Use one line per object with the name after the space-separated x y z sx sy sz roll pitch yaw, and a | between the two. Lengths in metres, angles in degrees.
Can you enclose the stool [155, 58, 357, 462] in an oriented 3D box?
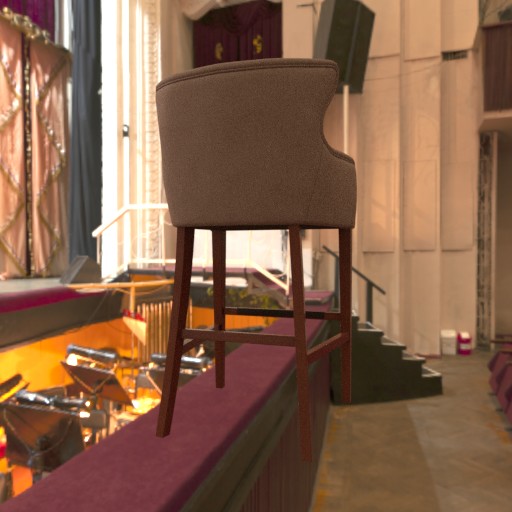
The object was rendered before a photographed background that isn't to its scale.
0.000 0.000 1.413 0.575 1.047 0.575 0 1 20 | stool
